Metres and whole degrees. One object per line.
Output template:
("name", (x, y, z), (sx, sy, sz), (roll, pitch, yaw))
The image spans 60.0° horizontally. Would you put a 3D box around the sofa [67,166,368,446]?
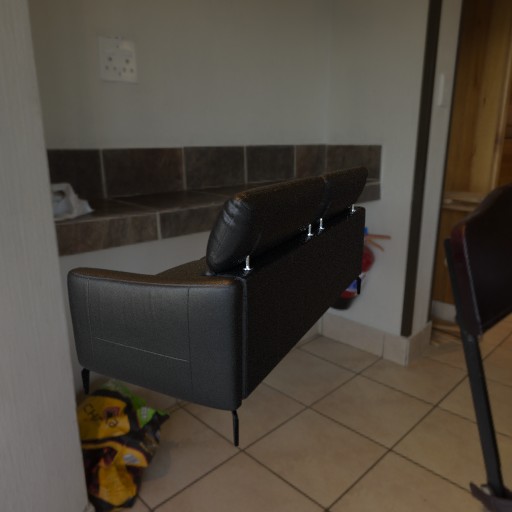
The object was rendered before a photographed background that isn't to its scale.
("sofa", (0.000, 0.000, 2.573), (0.856, 0.957, 2.069), (7, 16, 26))
